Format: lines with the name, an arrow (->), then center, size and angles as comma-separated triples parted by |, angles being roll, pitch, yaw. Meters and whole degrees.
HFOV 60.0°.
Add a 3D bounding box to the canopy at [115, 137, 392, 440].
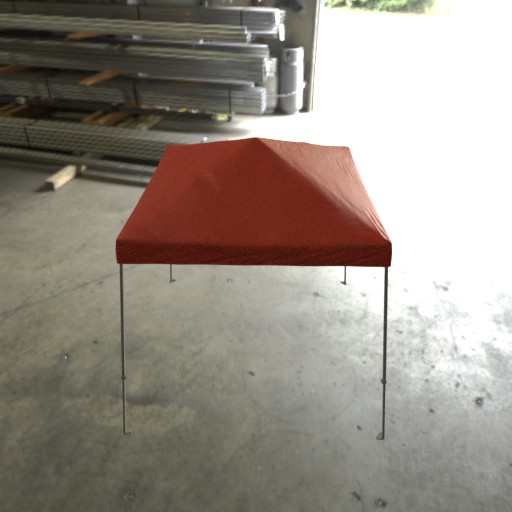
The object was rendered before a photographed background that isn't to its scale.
canopy -> 0.000, 0.000, 5.224 | 2.849, 2.850, 2.850 | 1, 34, 1
